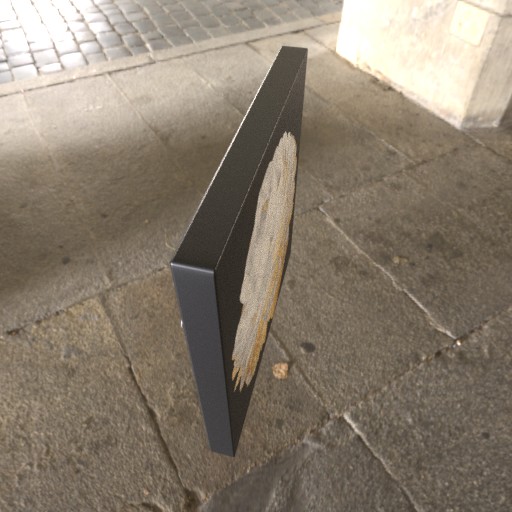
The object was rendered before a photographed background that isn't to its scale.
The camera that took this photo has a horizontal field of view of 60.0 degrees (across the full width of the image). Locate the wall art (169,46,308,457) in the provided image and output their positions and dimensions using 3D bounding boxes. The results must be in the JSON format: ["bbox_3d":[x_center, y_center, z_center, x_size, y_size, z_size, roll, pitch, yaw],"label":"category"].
[{"bbox_3d":[0.000,0.000,0.612,0.041,0.407,0.406,11,48,10],"label":"wall art"}]
